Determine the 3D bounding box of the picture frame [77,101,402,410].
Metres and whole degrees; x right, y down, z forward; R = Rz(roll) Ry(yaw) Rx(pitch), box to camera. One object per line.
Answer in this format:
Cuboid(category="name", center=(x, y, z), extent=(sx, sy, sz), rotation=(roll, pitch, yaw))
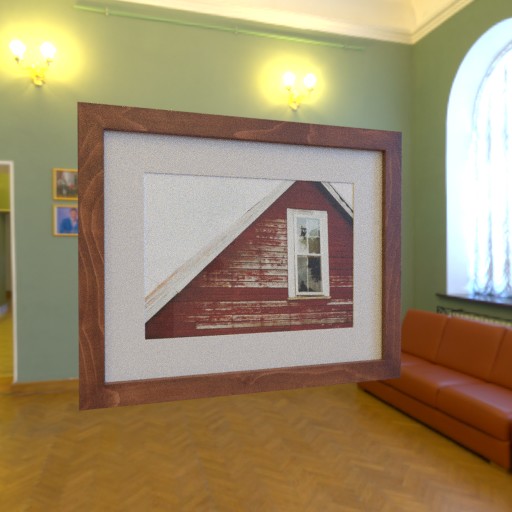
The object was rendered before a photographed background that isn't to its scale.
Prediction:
Cuboid(category="picture frame", center=(0.000, 0.000, 0.752), extent=(0.559, 0.457, 0.025), rotation=(0, 1, -18))
